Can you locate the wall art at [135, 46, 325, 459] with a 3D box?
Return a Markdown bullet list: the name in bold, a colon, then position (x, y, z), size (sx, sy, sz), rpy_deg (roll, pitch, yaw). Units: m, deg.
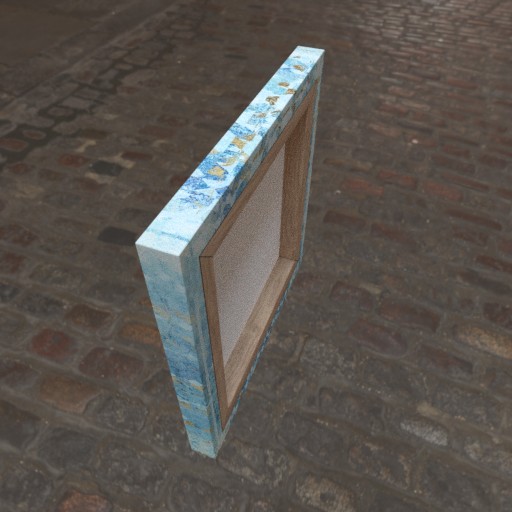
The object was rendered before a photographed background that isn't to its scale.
- **wall art**: position (0.000, 0.000, 0.603), size (0.037, 0.405, 0.405), rpy_deg (16, 48, 15)
